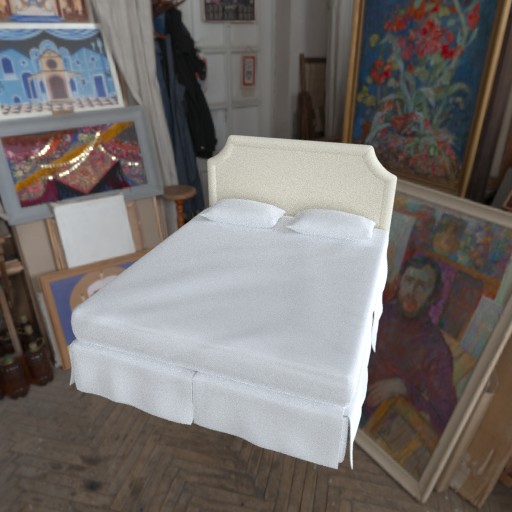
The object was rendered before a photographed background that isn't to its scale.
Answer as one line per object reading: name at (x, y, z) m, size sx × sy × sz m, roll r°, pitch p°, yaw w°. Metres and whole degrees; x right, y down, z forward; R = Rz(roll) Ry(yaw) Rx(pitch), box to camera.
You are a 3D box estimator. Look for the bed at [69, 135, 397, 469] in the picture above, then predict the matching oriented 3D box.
bed at (0.000, 0.000, 4.110) m, size 2.350 × 1.590 × 2.773 m, roll 9°, pitch 28°, yaw 18°
